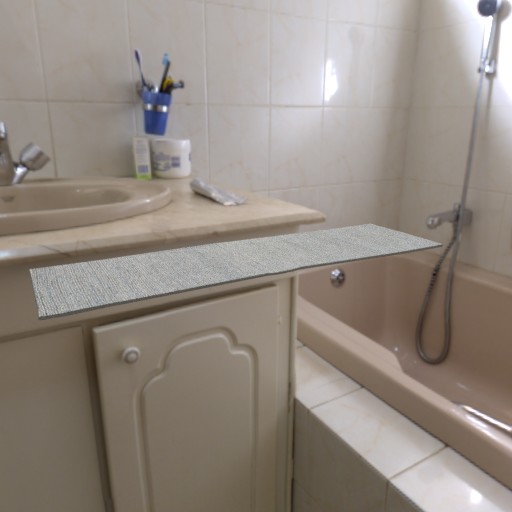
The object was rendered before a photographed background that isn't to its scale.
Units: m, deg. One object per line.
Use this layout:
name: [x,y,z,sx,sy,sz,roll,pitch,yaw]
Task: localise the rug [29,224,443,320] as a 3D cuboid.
rug: [0.000,0.000,2.566,2.341,0.037,0.675,-9,19,-27]
